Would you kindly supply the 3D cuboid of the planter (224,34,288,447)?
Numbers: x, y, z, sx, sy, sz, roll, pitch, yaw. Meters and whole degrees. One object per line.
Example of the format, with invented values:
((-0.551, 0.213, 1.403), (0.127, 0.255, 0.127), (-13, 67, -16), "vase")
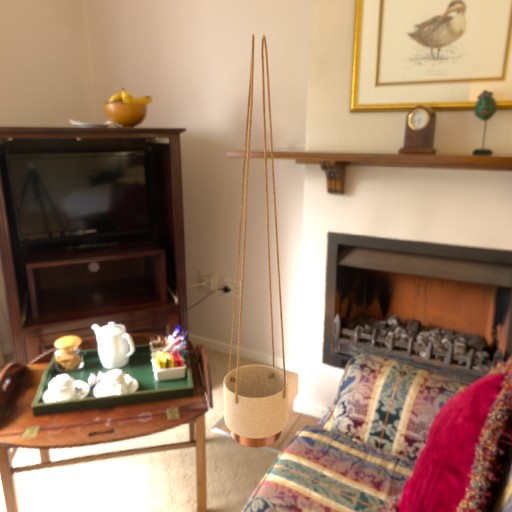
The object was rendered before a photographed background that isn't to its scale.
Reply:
((0.000, 0.000, 0.920), (0.146, 0.841, 0.146), (-3, 15, -10), "planter")
